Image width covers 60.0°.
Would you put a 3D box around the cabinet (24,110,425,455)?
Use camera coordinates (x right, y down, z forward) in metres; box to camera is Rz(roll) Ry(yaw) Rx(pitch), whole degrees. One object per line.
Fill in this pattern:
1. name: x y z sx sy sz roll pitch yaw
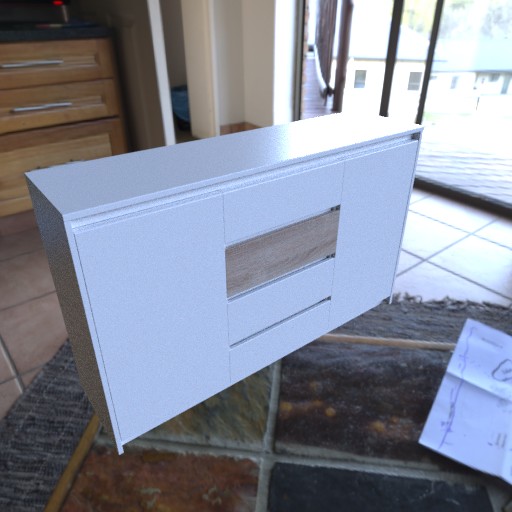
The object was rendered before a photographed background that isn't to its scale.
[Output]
1. cabinet: 0.000 0.000 1.795 1.450 0.900 0.380 -21 36 -32
